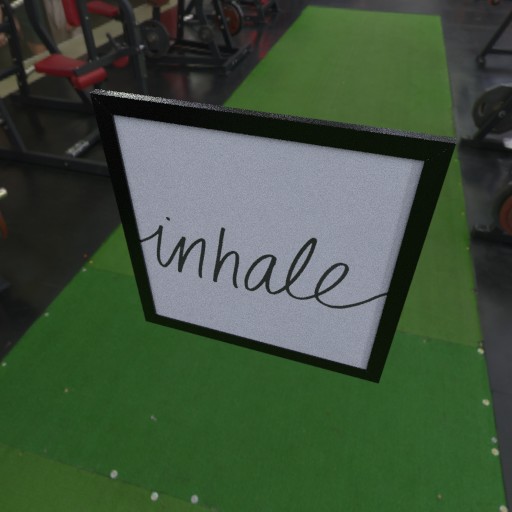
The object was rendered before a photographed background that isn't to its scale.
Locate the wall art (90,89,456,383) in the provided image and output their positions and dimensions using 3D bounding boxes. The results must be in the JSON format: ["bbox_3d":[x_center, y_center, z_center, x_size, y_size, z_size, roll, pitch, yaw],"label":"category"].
[{"bbox_3d":[0.000,0.000,0.667,0.446,0.445,0.014,12,42,14],"label":"wall art"}]
